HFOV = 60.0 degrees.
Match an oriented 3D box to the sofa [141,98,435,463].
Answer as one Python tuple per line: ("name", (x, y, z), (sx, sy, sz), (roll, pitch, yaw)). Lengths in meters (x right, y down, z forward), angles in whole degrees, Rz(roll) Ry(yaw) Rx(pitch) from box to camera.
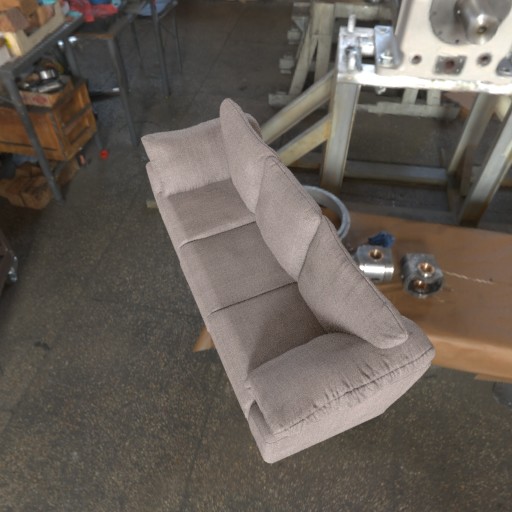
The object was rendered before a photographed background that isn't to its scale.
("sofa", (0.000, 0.000, 2.804), (0.878, 0.996, 2.334), (-18, 50, -15))
